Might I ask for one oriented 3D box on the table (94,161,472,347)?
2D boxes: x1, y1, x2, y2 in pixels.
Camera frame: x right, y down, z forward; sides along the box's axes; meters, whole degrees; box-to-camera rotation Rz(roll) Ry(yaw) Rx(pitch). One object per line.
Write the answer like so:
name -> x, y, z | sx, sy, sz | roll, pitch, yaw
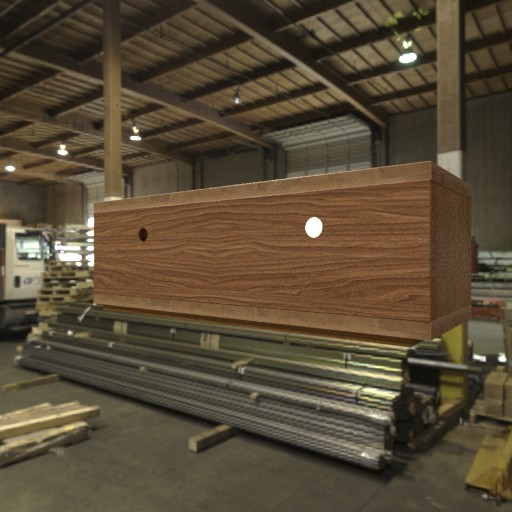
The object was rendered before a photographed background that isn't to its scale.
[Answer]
table -> 0.000, 0.000, 1.789 | 1.499, 0.491, 0.499 | 0, 0, 37
